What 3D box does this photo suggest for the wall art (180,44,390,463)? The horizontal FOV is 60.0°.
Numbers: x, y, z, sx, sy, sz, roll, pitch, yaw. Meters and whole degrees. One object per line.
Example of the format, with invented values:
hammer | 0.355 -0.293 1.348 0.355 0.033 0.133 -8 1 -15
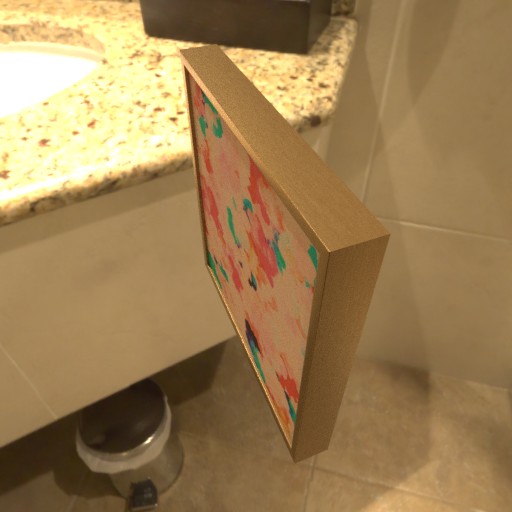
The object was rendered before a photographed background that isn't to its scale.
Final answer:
wall art | 0.000 0.000 0.449 0.038 0.305 0.304 -16 47 -15
